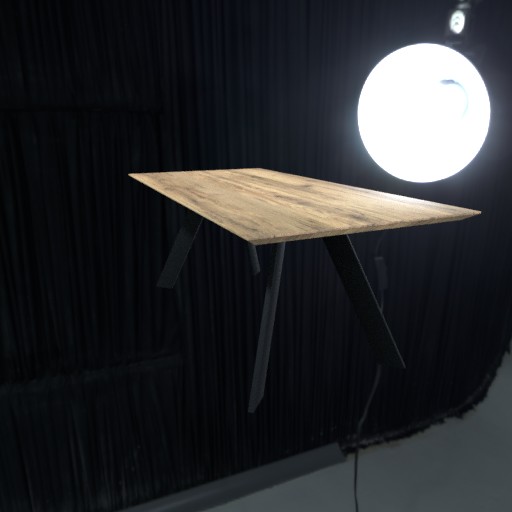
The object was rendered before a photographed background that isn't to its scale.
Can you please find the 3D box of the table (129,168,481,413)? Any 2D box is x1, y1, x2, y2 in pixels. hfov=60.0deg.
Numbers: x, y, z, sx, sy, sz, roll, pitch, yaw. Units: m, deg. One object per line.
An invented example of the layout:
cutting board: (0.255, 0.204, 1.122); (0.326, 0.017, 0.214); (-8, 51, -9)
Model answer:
table: (0.000, 0.000, 2.502); (1.000, 0.770, 2.000); (-8, 18, -24)
